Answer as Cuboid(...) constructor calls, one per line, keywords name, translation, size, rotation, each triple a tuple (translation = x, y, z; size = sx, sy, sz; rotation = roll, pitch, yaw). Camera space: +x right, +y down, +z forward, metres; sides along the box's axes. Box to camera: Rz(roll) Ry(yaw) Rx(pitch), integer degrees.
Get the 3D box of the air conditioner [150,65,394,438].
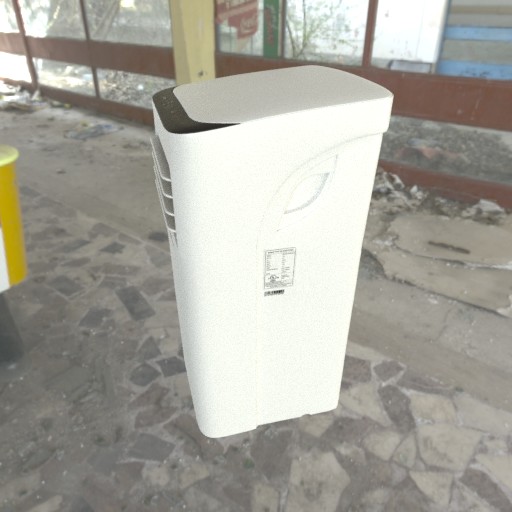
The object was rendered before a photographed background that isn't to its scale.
Cuboid(name="air conditioner", translation=(0.000, 0.000, 0.940), size=(0.369, 0.716, 0.352), rotation=(-8, 31, -14))
